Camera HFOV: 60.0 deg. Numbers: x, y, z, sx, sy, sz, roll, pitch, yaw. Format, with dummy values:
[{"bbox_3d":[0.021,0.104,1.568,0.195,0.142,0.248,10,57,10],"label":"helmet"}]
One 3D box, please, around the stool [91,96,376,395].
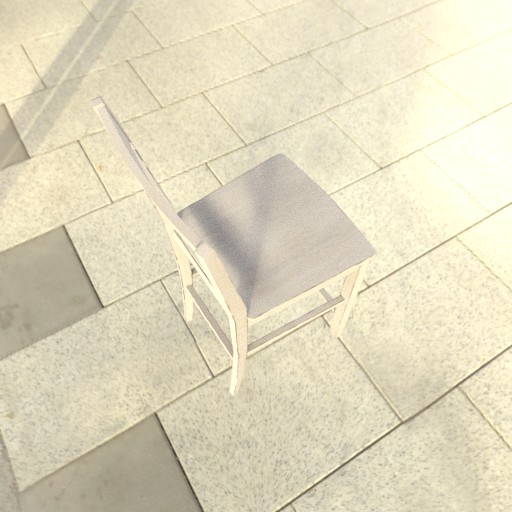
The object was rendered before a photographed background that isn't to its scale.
[{"bbox_3d":[0.000,0.000,1.344,0.539,1.079,0.462,-30,63,-17],"label":"stool"}]
